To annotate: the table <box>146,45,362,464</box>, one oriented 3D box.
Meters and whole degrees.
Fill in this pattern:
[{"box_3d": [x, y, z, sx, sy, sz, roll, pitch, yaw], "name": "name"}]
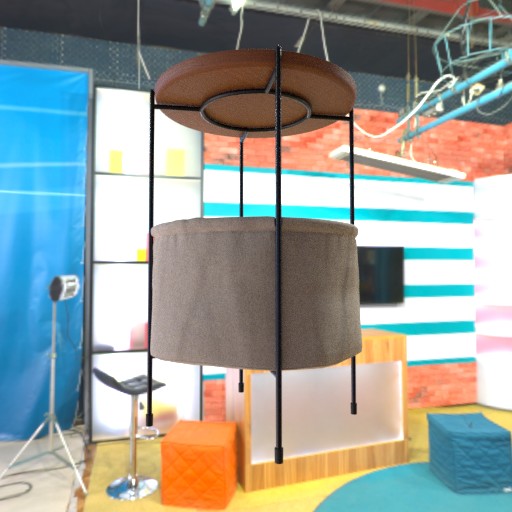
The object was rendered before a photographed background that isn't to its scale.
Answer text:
[{"box_3d": [0.000, 0.000, 0.856, 0.393, 0.623, 0.393, -1, -3, 35], "name": "table"}]
